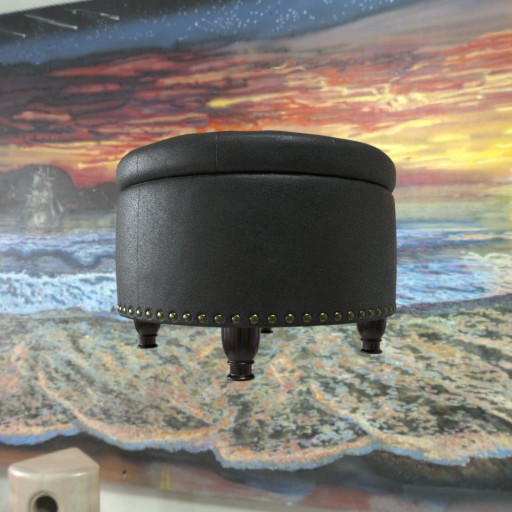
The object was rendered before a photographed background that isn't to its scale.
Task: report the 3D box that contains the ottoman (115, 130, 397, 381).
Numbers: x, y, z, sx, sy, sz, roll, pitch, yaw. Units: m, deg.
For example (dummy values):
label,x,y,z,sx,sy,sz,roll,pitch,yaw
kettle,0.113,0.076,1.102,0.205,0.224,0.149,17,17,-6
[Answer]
label,x,y,z,sx,sy,sz,roll,pitch,yaw
ottoman,0.000,0.000,1.052,0.637,0.442,0.637,0,-1,0
